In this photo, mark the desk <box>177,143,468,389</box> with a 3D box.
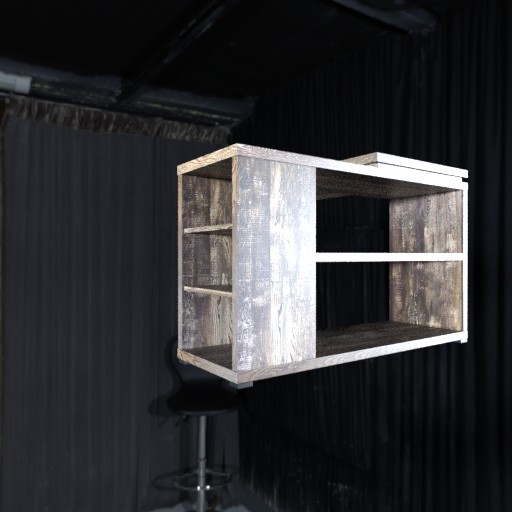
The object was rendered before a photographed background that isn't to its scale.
[{"bbox_3d":[0.000,0.000,2.225,1.200,0.753,1.524,0,0,-35],"label":"desk"}]
